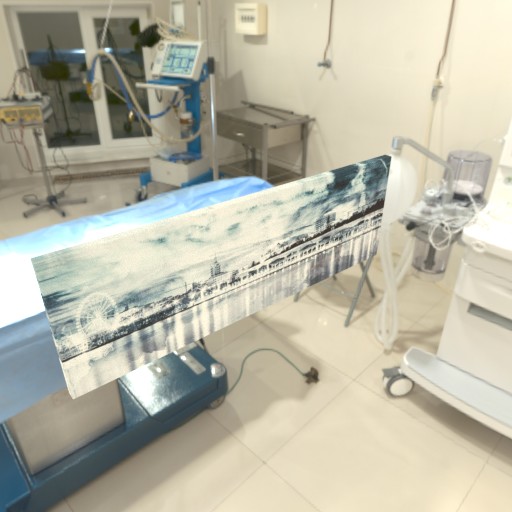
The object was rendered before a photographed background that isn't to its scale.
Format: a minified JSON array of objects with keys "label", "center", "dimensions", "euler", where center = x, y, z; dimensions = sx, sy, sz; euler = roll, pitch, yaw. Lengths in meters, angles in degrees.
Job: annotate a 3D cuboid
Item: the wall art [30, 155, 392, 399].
[{"label":"wall art","center":[0.000,0.000,1.719],"dimensions":[1.524,0.509,0.037],"euler":[-21,36,-33]}]
